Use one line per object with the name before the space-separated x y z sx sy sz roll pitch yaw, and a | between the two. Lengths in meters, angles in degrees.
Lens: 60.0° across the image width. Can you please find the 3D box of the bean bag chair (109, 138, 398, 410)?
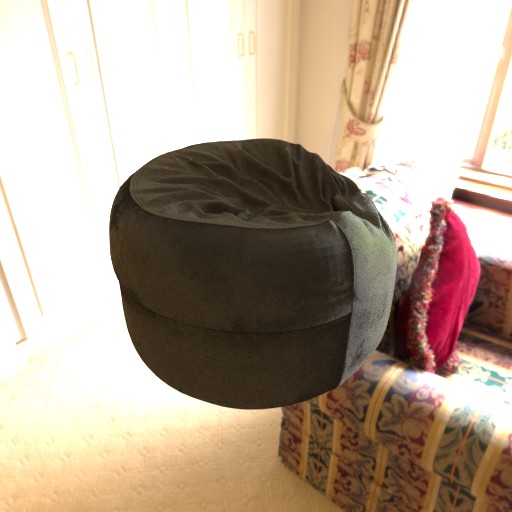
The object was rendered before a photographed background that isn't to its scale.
bean bag chair | 0.000 0.000 1.495 0.918 0.605 0.918 0 31 0
